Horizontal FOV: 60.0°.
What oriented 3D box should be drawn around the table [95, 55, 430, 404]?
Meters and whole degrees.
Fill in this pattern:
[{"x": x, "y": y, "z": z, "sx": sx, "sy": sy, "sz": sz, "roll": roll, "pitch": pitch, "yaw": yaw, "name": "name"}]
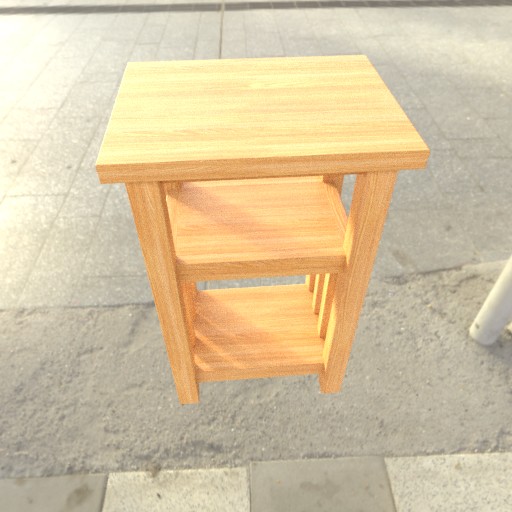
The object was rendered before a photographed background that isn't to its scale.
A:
[{"x": 0.000, "y": 0.000, "z": 0.748, "sx": 0.350, "sy": 0.550, "sz": 0.270, "roll": -3, "pitch": 45, "yaw": -3, "name": "table"}]
